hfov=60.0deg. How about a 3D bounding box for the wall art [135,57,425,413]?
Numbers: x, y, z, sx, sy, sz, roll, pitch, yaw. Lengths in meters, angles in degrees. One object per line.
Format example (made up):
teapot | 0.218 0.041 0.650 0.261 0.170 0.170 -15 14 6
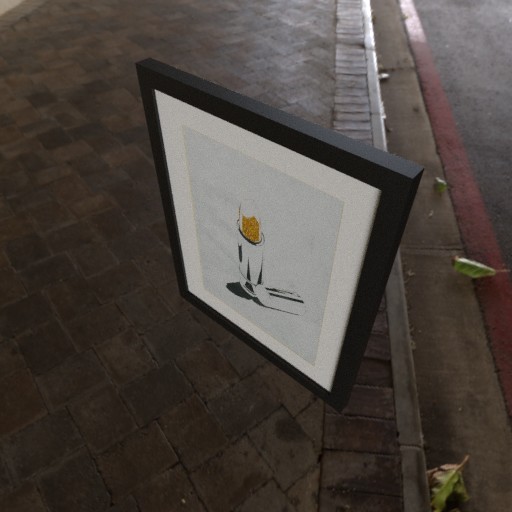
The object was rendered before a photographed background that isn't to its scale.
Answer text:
wall art | 0.000 0.000 0.778 0.457 0.559 0.029 31 53 27
